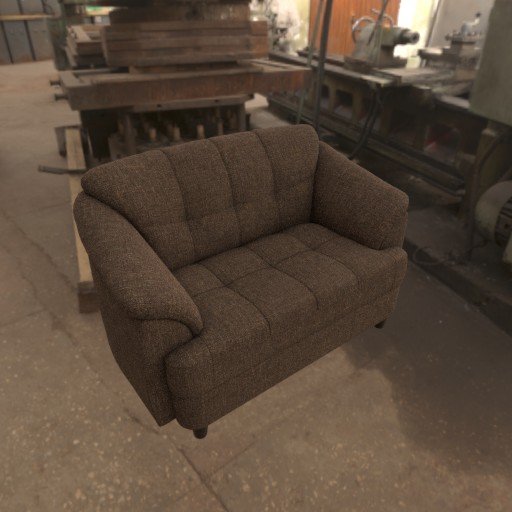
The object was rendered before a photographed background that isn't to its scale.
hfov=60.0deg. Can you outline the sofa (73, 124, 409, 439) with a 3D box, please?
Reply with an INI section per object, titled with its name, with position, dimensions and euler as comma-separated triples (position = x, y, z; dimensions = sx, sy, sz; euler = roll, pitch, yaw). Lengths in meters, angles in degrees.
[sofa]
position = 0.000, 0.000, 1.981
dimensions = 1.404, 0.895, 0.799
euler = -21, 37, -32
